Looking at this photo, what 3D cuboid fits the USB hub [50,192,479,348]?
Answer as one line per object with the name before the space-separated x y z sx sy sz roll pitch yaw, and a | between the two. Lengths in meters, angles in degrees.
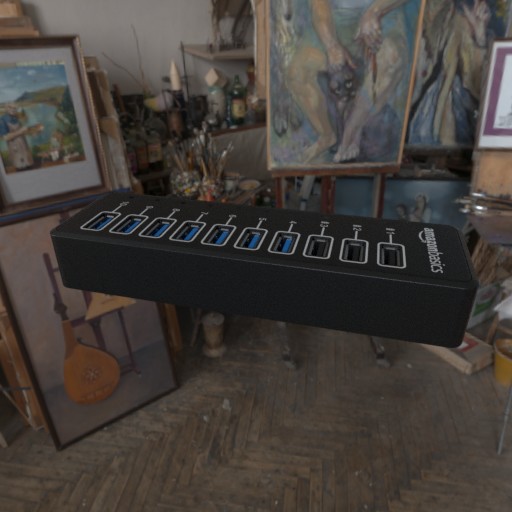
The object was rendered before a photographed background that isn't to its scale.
USB hub | 0.000 0.000 0.166 0.145 0.023 0.044 7 30 13
